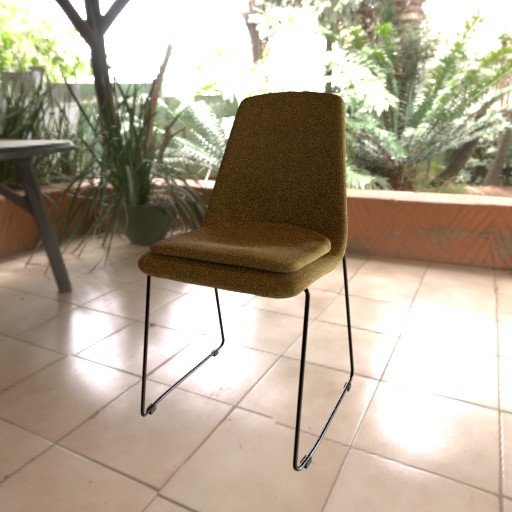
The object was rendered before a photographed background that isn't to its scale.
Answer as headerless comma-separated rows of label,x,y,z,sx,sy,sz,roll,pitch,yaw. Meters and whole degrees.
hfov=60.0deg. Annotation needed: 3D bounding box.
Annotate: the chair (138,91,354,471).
chair,0.000,0.000,1.175,0.479,0.849,0.496,8,18,25
